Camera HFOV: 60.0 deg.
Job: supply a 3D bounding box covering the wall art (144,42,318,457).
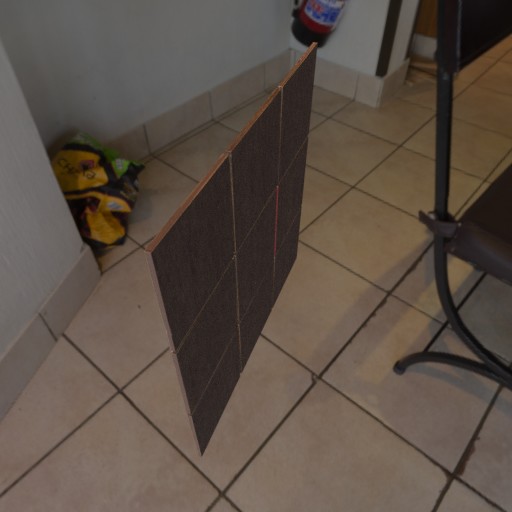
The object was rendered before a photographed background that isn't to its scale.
[{"bbox_3d":[0.000,0.000,1.331,0.013,0.914,0.915,17,49,15],"label":"wall art"}]
